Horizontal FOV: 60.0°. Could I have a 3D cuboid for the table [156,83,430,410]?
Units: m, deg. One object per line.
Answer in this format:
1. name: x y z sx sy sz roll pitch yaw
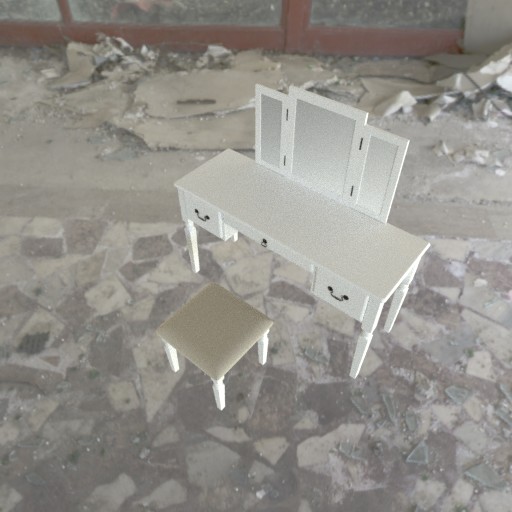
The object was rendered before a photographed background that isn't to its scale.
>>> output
1. table: 0.000 0.000 2.304 1.369 1.310 1.115 31 53 26
